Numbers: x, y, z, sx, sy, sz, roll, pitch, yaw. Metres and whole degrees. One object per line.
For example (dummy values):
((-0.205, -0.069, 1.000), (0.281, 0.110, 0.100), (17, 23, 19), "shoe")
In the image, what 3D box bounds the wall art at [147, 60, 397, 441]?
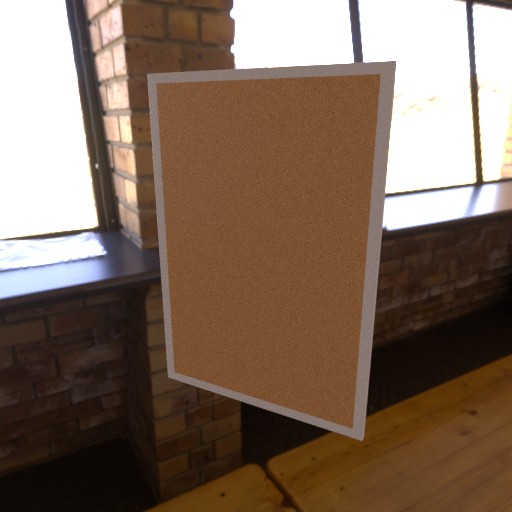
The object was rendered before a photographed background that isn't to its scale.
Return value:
((0.000, 0.000, 0.838), (0.456, 0.656, 0.013), (9, 20, 26), "wall art")
